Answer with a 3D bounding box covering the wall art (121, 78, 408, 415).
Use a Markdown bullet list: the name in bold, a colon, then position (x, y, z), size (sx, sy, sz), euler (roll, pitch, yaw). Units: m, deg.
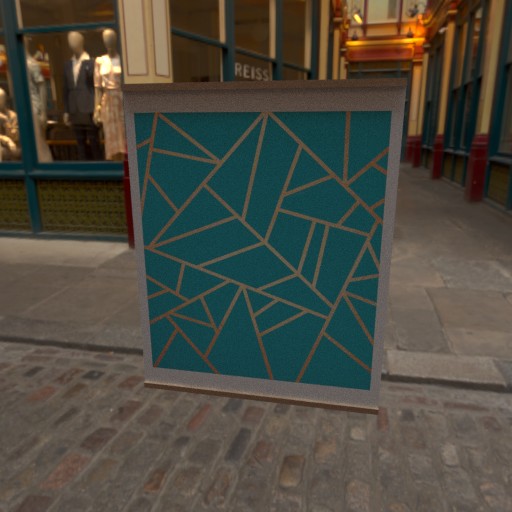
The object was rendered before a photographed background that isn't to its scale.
- **wall art**: position (0.000, 0.000, 0.690), size (0.405, 0.508, 0.012), euler (3, 16, 11)
